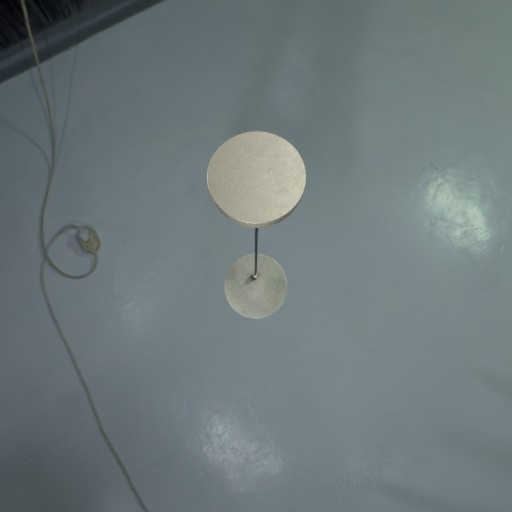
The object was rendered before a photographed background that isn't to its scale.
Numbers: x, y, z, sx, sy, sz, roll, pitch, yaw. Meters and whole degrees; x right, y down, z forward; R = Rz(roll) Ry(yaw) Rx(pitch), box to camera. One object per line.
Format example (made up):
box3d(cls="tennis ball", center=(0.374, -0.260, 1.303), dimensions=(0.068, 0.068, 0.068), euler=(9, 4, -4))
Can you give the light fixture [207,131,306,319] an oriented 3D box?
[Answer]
box3d(cls="light fixture", center=(0.000, 0.000, 0.839), dimensions=(0.170, 0.759, 0.170), euler=(-33, 79, -7))
